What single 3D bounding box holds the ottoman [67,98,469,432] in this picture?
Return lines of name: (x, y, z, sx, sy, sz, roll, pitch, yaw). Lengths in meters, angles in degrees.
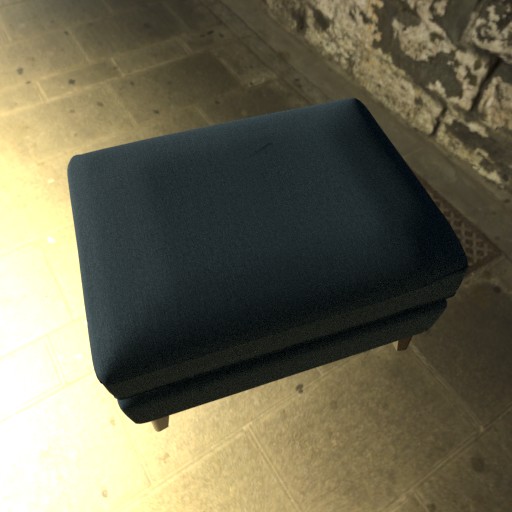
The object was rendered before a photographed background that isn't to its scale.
ottoman: (0.000, 0.000, 1.212, 0.835, 0.503, 0.629, -15, 58, -10)
